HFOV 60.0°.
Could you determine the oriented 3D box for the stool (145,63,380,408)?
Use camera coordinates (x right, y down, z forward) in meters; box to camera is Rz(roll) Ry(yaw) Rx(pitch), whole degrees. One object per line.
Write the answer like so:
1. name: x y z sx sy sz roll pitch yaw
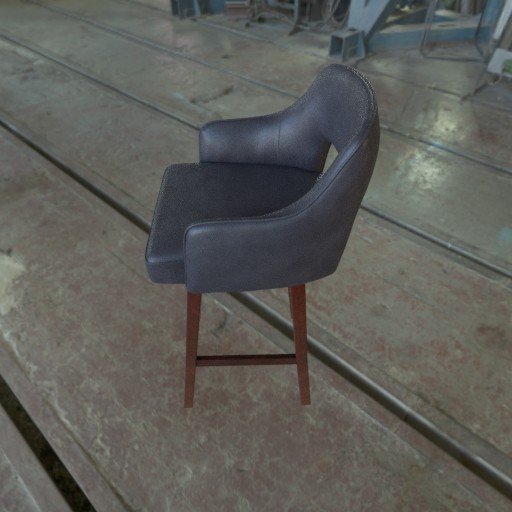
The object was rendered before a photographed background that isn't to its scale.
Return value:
1. stool: 0.000 0.000 1.364 0.560 1.041 0.550 -1 42 -1
